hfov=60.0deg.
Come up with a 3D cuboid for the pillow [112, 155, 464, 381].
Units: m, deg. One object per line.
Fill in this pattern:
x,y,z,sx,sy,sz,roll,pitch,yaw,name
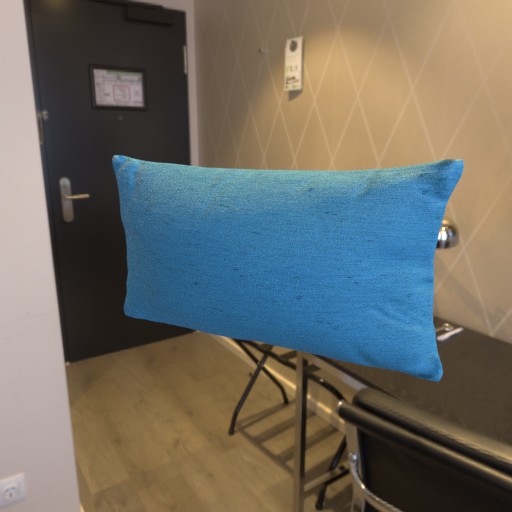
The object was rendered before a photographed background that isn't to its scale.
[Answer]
0.000,0.000,0.773,0.633,0.338,0.210,7,16,25,pillow
